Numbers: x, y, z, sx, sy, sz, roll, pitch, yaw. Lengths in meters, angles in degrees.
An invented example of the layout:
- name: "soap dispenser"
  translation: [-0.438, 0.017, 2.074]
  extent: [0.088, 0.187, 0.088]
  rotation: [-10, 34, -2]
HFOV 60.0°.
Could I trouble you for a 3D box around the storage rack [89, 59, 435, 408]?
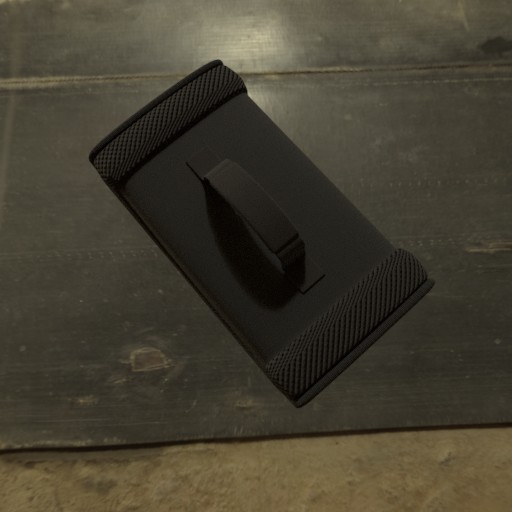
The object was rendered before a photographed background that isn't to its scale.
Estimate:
- name: "storage rack"
  translation: [0.000, 0.000, 0.544]
  extent: [0.168, 0.387, 0.297]
  rotation: [-40, 80, -9]
